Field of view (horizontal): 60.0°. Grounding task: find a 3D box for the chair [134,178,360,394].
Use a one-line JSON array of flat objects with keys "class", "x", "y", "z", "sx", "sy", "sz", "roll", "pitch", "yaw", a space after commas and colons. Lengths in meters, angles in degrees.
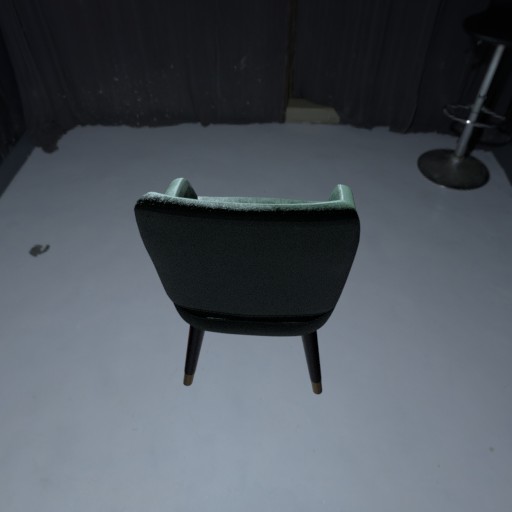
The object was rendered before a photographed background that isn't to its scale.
[{"class": "chair", "x": 0.000, "y": 0.000, "z": 1.574, "sx": 0.683, "sy": 1.081, "sz": 0.794, "roll": 3, "pitch": 46, "yaw": 3}]
